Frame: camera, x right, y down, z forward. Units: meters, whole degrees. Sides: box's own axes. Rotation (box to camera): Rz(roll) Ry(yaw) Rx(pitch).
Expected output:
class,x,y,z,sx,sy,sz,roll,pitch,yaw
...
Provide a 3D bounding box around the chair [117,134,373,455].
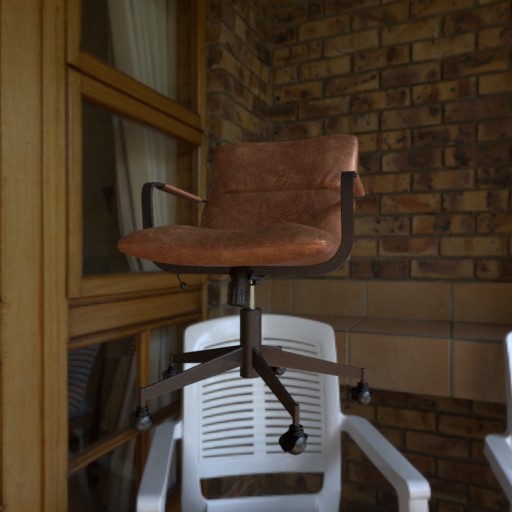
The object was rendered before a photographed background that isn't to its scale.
class,x,y,z,sx,sy,sz,roll,pitch,yaw
chair,0.000,0.000,1.426,0.727,0.922,0.754,0,0,18
